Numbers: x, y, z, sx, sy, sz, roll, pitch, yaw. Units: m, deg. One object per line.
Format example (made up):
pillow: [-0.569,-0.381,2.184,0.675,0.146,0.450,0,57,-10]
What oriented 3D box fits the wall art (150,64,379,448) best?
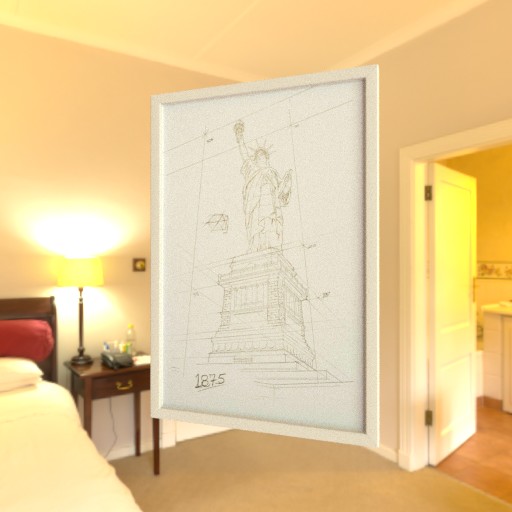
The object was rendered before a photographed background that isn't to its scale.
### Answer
wall art: [0.000,0.000,1.511,0.808,1.183,0.038,0,0,19]
